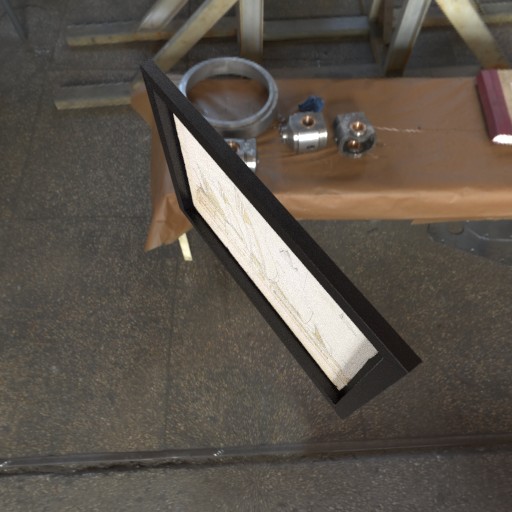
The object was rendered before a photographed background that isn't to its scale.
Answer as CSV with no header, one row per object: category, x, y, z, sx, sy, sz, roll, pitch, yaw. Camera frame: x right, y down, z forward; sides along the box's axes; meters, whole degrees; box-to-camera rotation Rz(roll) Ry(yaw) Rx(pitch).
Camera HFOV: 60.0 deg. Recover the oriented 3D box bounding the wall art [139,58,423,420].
wall art,0.000,0.000,0.858,0.027,0.458,0.657,-33,68,-15
